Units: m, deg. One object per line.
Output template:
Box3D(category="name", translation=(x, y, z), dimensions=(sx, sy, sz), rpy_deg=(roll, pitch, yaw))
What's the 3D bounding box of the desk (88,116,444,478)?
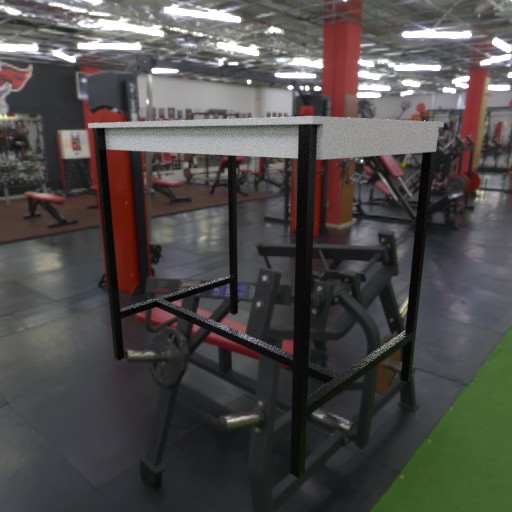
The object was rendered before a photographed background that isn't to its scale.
Box3D(category="desk", translation=(0.000, 0.000, 1.330), dimensions=(0.811, 0.766, 0.573), rpy_deg=(14, 21, 42))
